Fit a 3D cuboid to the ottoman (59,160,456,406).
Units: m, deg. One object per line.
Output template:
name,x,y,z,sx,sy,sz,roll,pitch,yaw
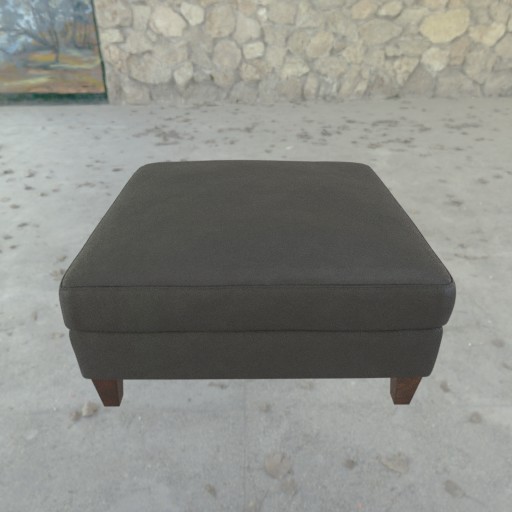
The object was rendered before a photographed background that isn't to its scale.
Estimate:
ottoman,0.000,0.000,1.311,0.836,0.415,0.844,0,29,0
